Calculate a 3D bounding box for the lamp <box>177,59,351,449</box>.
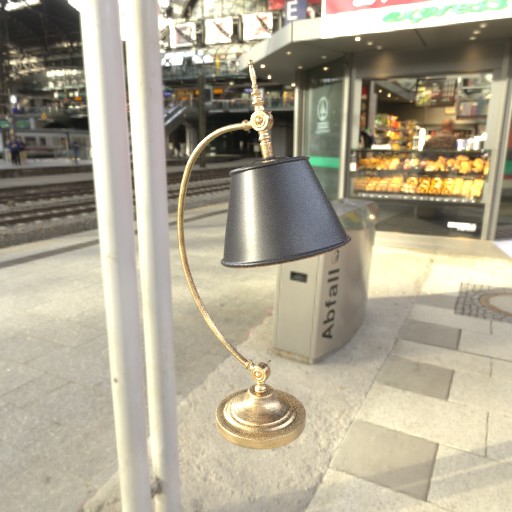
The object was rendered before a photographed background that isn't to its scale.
[{"bbox_3d":[0.000,0.000,0.820,0.344,0.675,0.235,7,16,26],"label":"lamp"}]
